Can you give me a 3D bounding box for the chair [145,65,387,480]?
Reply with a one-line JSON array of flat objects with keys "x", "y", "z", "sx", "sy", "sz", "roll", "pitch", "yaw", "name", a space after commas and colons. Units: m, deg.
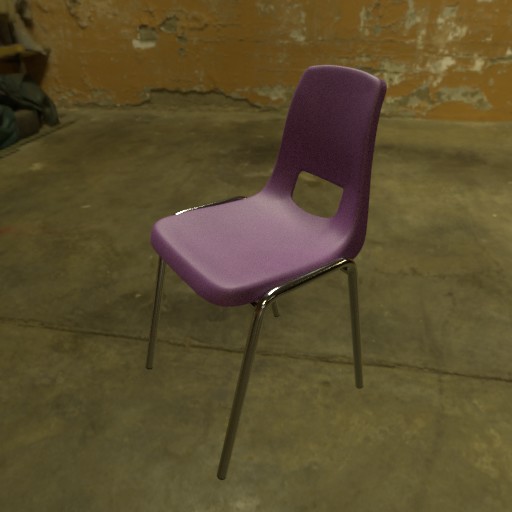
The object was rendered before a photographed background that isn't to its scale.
[{"x": 0.000, "y": 0.000, "z": 0.928, "sx": 0.432, "sy": 0.704, "sz": 0.381, "roll": -19, "pitch": 36, "yaw": -29, "name": "chair"}]
